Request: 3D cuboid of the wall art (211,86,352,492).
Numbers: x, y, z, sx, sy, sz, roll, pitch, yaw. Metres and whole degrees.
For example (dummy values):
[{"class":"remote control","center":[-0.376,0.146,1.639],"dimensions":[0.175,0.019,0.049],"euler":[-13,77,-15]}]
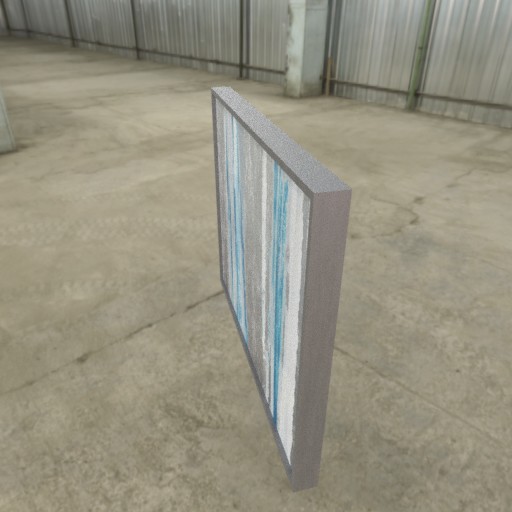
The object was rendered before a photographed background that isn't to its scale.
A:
[{"class":"wall art","center":[0.000,0.000,0.747],"dimensions":[0.037,0.450,0.557],"euler":[-7,31,-12]}]
